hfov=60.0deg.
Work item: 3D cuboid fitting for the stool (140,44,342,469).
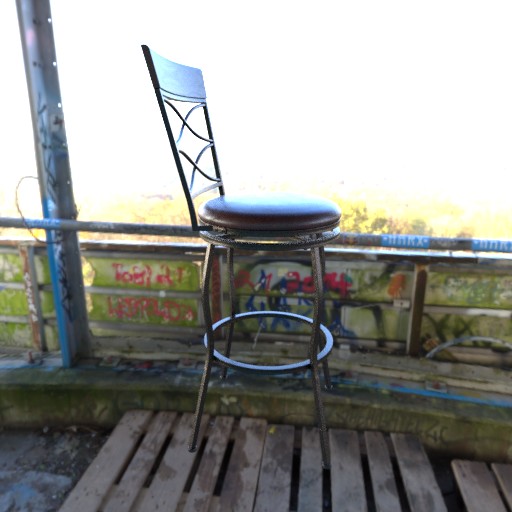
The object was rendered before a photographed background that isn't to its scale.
[{"bbox_3d":[0.000,0.000,1.360,0.513,1.130,0.448,3,16,9],"label":"stool"}]
